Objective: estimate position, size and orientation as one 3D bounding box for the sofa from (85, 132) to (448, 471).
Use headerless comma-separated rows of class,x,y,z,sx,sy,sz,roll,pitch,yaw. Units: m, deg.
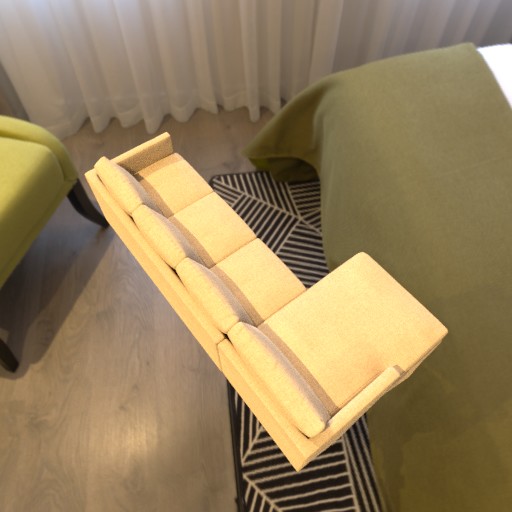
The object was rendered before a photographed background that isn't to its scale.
sofa,0.000,0.000,4.039,1.650,0.922,3.205,-34,64,-19
